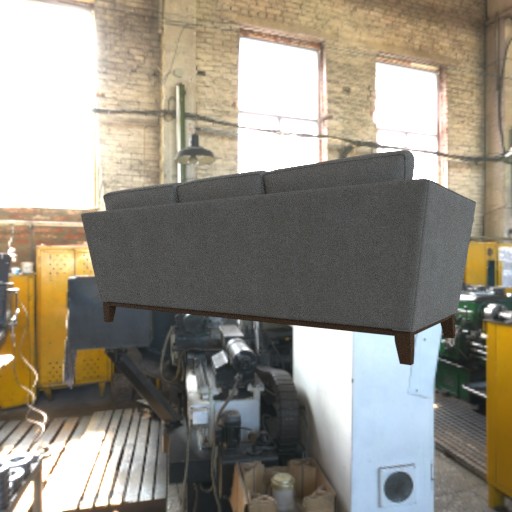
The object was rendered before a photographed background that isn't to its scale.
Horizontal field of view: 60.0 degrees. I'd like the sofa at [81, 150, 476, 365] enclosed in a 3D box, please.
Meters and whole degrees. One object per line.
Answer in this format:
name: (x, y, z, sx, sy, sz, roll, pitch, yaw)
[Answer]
sofa: (0.000, 0.000, 2.823, 2.387, 0.940, 0.965, 0, 0, 36)
